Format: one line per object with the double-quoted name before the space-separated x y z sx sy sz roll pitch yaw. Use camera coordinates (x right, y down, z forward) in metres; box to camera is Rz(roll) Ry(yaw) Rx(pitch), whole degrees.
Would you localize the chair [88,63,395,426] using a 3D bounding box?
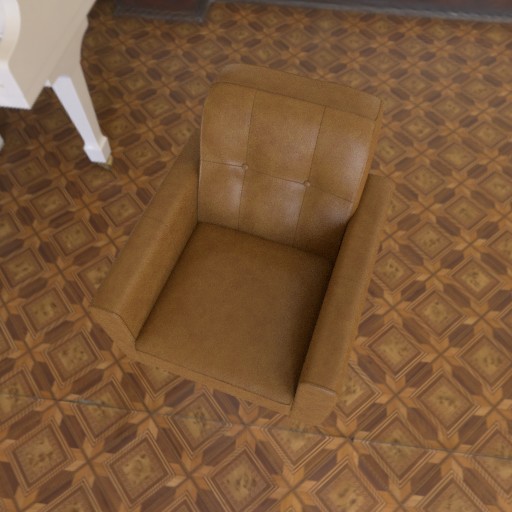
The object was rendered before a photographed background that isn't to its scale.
"chair" 0.000 0.000 1.674 0.845 0.968 0.942 17 61 10
